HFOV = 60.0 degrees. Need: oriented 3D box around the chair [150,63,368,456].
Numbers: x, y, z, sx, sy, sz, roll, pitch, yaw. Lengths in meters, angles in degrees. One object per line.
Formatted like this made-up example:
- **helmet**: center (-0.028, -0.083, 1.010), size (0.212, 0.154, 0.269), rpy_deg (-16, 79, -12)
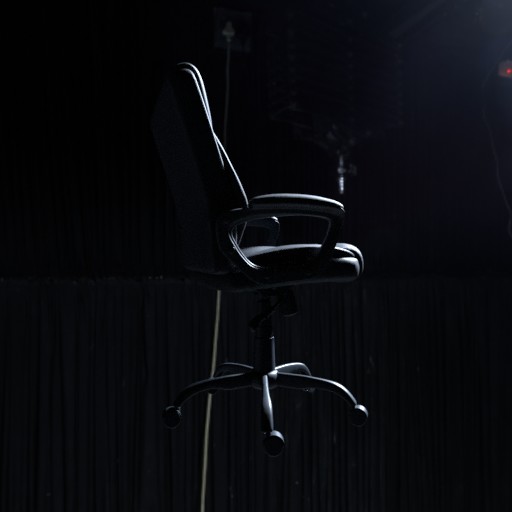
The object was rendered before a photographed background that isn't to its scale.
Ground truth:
- **chair**: center (0.000, 0.000, 1.485), size (0.655, 1.072, 0.615), rpy_deg (0, 0, -19)
